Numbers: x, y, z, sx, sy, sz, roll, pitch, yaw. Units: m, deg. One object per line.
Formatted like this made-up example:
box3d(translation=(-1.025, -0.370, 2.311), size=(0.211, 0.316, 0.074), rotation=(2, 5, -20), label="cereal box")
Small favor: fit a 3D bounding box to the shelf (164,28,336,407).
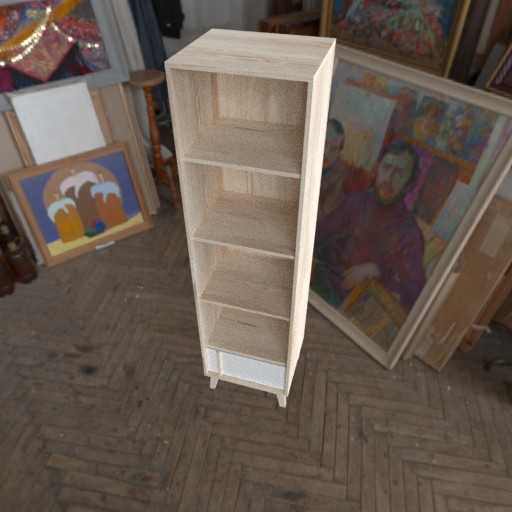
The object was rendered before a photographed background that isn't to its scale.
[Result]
box3d(translation=(0.000, 0.000, 2.235), size=(0.510, 1.960, 0.450), rotation=(11, 42, 13), label="shelf")
